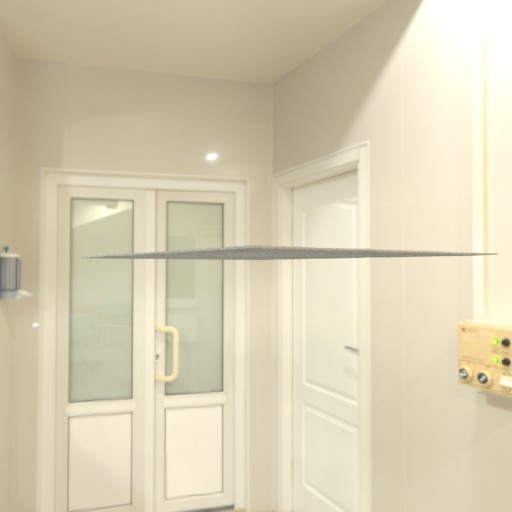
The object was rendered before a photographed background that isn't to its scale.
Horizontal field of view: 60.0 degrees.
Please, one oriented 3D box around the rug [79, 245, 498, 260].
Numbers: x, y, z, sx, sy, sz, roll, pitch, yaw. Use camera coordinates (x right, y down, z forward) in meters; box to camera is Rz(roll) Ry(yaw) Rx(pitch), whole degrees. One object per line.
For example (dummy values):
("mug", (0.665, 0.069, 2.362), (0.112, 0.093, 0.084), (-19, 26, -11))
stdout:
("rug", (0.000, 0.000, 4.253), (2.448, 0.020, 3.359), (1, -2, -35))
